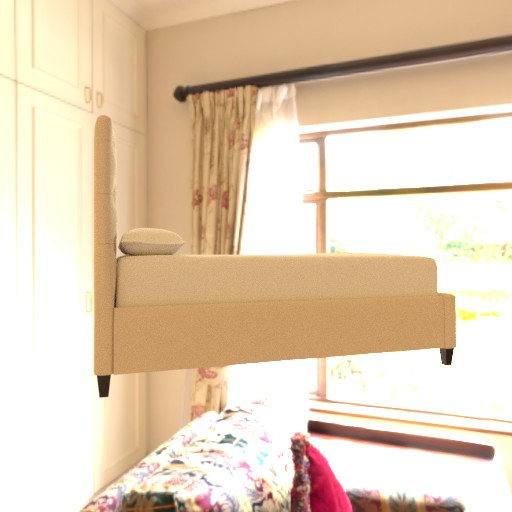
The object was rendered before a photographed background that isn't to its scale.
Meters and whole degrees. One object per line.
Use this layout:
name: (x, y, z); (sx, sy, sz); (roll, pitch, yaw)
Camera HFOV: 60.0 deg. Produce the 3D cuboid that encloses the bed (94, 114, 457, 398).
bed: (0.000, 0.000, 3.341); (2.233, 1.426, 1.696); (0, 0, -18)
